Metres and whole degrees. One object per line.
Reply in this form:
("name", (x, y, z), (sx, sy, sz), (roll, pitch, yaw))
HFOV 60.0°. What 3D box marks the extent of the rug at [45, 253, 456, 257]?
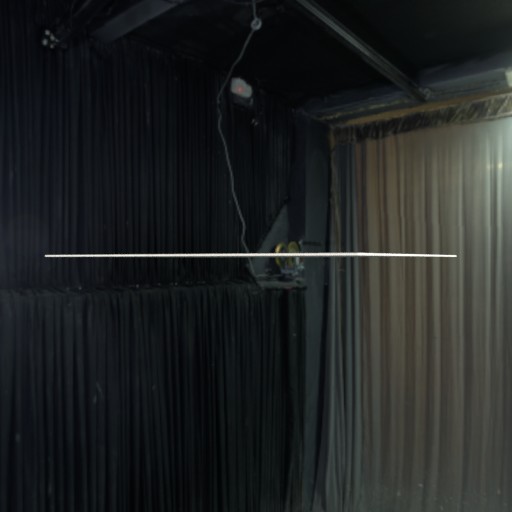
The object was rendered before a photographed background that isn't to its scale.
("rug", (0.000, 0.000, 4.185), (3.046, 0.015, 2.446), (0, 0, 35))
